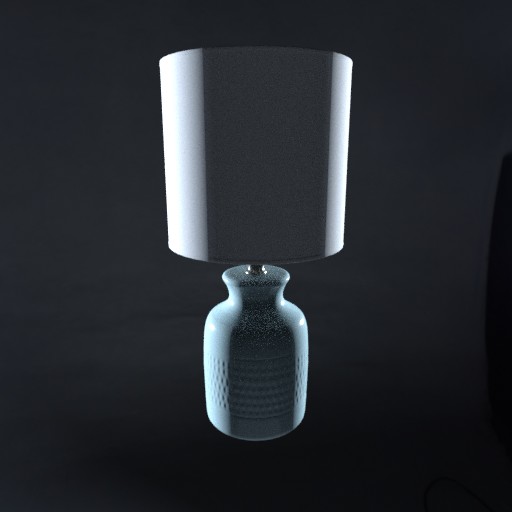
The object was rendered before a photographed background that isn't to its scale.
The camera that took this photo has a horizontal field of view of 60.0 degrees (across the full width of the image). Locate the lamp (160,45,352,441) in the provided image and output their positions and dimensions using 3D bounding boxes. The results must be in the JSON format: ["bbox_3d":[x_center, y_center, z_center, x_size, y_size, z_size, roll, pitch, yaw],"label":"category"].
[{"bbox_3d":[0.000,0.000,1.088,0.418,0.871,0.418,-2,15,-8],"label":"lamp"}]
